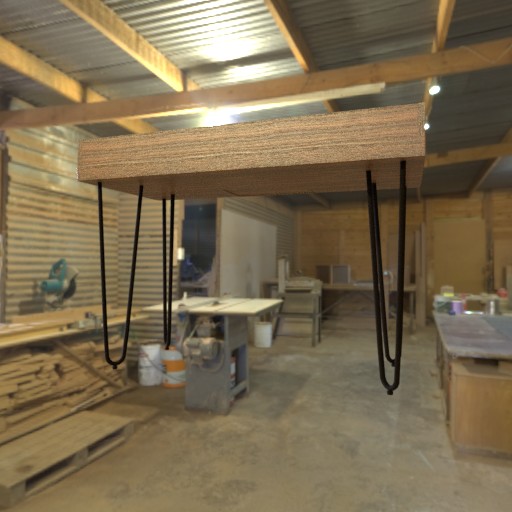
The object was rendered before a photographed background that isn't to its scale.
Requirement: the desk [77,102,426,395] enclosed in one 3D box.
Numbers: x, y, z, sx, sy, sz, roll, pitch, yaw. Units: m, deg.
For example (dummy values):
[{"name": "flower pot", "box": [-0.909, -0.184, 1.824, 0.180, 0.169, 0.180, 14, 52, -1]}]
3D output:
[{"name": "desk", "box": [0.000, 0.000, 1.701, 1.200, 0.854, 0.565, 0, -1, 19]}]
